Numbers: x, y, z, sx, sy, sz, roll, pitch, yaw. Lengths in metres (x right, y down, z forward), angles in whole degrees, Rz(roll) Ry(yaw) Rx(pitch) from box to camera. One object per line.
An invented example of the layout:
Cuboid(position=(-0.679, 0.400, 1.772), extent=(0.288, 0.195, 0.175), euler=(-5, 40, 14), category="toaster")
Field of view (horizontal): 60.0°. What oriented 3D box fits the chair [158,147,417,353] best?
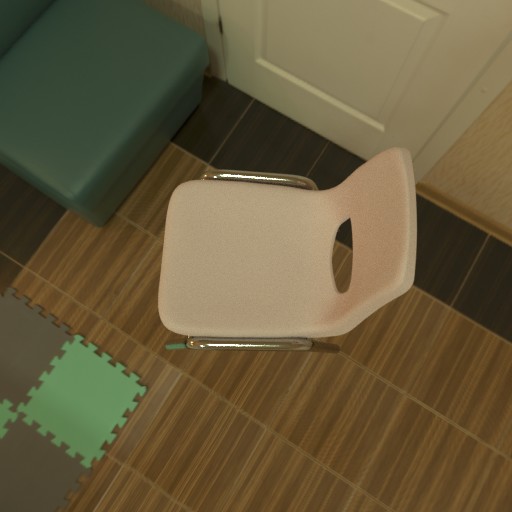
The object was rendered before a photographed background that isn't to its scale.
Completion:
Cuboid(position=(0.000, 0.000, 0.834), extent=(0.423, 0.586, 0.354), euler=(3, 77, 1), category="chair")
